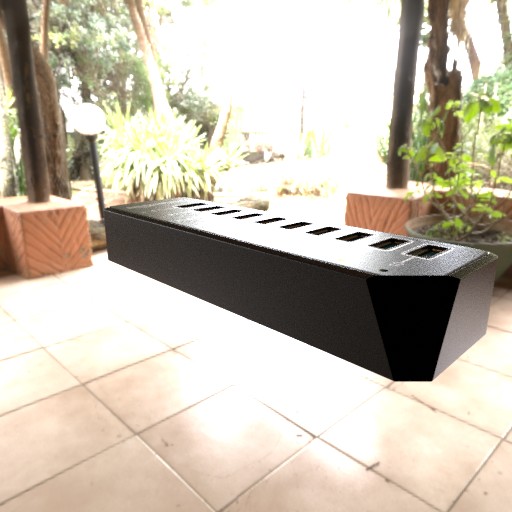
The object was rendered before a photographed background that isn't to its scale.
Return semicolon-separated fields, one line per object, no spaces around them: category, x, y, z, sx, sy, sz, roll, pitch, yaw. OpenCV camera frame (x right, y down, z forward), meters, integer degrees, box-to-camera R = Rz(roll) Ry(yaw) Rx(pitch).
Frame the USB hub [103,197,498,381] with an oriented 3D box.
USB hub;0.000;0.000;0.157;0.044;0.023;0.145;-15;22;-43
